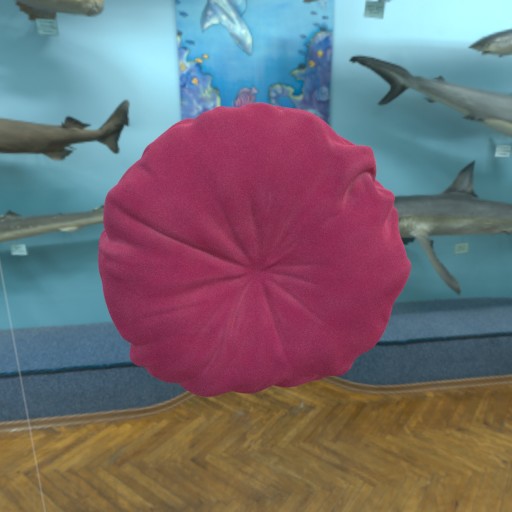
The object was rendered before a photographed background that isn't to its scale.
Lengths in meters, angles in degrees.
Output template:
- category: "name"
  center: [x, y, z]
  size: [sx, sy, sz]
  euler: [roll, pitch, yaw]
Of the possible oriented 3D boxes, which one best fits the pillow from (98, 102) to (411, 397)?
- category: "pillow"
  center: [0.000, 0.000, 0.623]
  size: [0.428, 0.407, 0.148]
  euler: [-2, 18, -6]
